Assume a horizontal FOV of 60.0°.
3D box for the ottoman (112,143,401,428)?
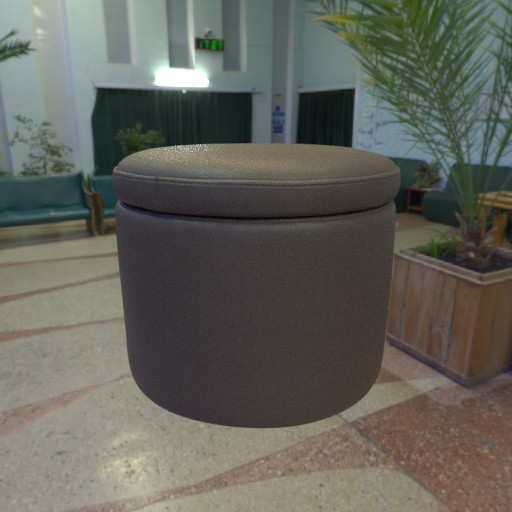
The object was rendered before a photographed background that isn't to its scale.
[{"bbox_3d":[0.000,0.000,0.844,0.500,0.409,0.500,0,16,0],"label":"ottoman"}]
